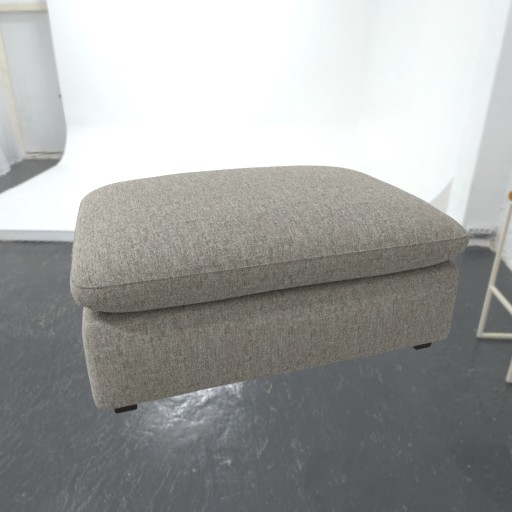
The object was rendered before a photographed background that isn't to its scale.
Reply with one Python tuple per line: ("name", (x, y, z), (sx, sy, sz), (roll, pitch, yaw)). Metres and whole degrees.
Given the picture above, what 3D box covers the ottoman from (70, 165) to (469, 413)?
("ottoman", (0.000, 0.000, 1.327), (0.977, 0.451, 0.694), (-7, 26, -16))
